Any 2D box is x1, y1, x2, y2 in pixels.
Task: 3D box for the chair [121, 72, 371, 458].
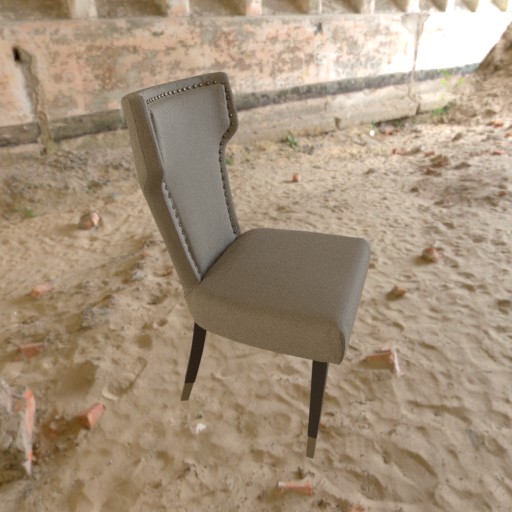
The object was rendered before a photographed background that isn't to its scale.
[{"bbox_3d":[0.000,0.000,1.316,0.630,0.955,0.526,10,31,17],"label":"chair"}]
